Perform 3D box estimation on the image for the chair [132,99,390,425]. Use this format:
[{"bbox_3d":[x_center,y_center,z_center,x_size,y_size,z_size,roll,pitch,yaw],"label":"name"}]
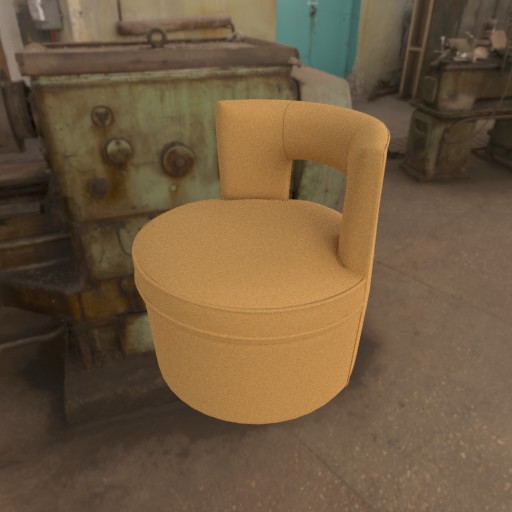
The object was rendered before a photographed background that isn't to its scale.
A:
[{"bbox_3d":[0.000,0.000,1.230,0.665,0.723,0.650,-21,37,-32],"label":"chair"}]
